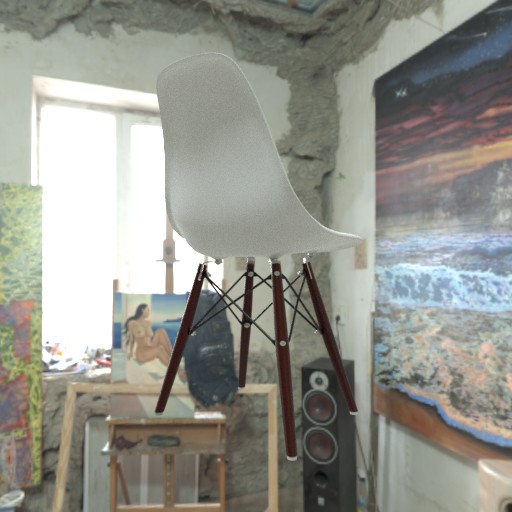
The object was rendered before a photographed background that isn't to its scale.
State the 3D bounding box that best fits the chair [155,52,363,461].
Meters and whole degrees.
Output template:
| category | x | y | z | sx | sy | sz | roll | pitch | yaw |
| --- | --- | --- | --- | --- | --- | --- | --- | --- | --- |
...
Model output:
| category | x | y | z | sx | sy | sz | roll | pitch | yaw |
| --- | --- | --- | --- | --- | --- | --- | --- | --- | --- |
| chair | 0.000 | 0.000 | 1.144 | 0.470 | 0.826 | 0.533 | -1 | -1 | 37 |
